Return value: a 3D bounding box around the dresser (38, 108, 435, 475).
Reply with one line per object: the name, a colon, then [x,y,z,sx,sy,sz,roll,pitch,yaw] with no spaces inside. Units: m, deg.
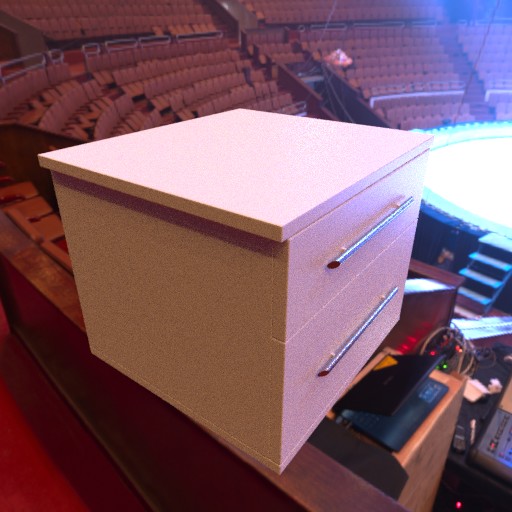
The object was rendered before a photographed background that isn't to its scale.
dresser: [0.000,0.000,0.716,0.400,0.360,0.430,19,34,32]
